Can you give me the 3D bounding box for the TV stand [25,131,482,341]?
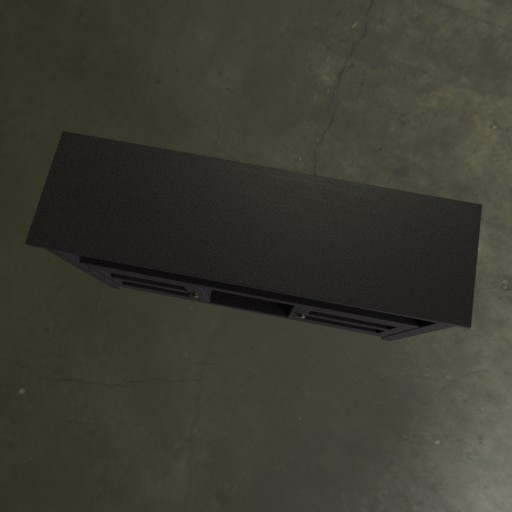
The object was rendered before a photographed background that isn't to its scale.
[{"bbox_3d":[0.000,0.000,1.529,1.198,0.681,0.347,10,76,3],"label":"TV stand"}]
